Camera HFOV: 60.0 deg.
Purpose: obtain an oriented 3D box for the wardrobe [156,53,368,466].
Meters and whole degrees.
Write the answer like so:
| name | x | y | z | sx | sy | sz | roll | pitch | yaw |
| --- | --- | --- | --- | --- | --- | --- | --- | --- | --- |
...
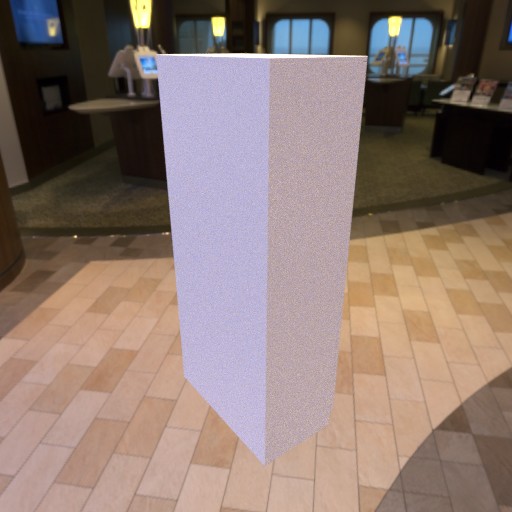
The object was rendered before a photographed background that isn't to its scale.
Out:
| name | x | y | z | sx | sy | sz | roll | pitch | yaw |
| --- | --- | --- | --- | --- | --- | --- | --- | --- | --- |
| wardrobe | 0.000 | 0.000 | 2.060 | 0.470 | 1.700 | 0.760 | -18 | 31 | -33 |
